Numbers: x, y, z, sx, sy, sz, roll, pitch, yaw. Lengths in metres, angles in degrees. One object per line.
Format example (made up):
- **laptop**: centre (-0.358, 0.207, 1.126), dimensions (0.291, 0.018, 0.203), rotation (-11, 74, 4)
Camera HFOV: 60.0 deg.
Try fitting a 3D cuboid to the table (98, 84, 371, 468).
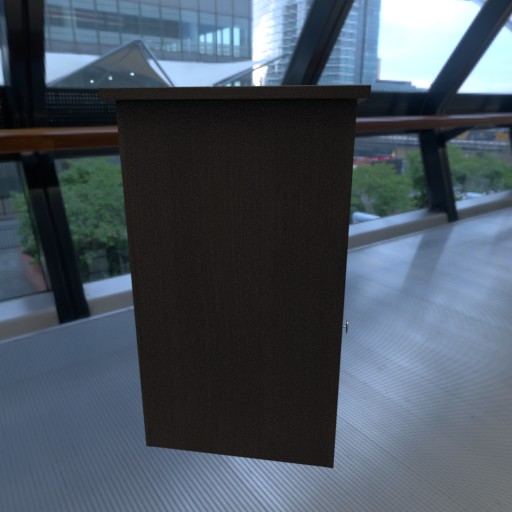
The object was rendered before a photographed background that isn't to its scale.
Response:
- **table**: centre (0.000, 0.000, 0.926), dimensions (0.381, 0.635, 0.480), rotation (3, 18, 9)
